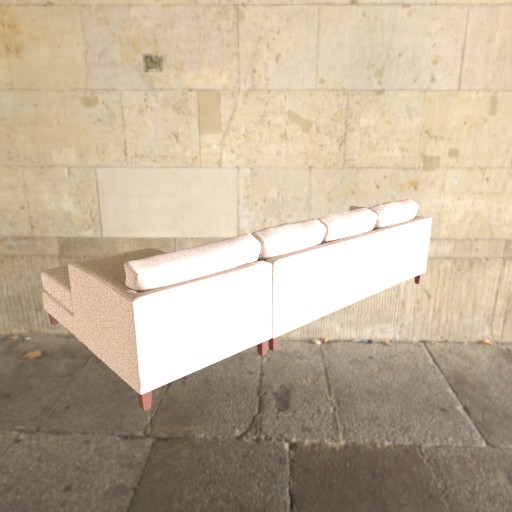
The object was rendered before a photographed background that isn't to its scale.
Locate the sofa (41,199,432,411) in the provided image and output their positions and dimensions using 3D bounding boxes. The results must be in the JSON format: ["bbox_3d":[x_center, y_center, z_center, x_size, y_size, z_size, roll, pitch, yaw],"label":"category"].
[{"bbox_3d":[0.000,0.000,3.948,3.186,0.861,1.625,-15,22,-40],"label":"sofa"}]
